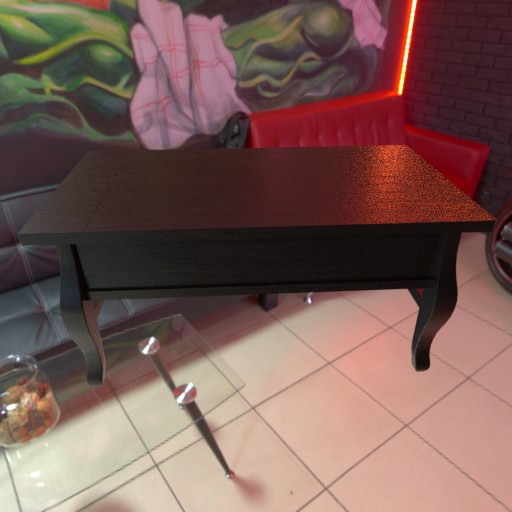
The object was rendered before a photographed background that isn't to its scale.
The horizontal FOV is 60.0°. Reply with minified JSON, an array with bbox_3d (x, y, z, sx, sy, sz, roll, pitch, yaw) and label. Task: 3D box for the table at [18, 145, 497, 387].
[{"bbox_3d":[0.000,0.000,1.356,1.062,0.494,0.600,-2,31,-3],"label":"table"}]
